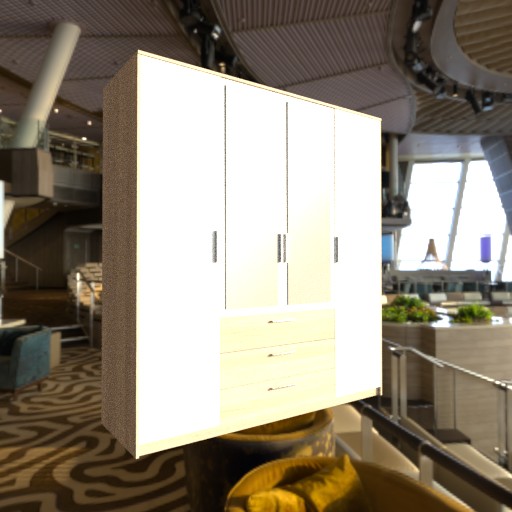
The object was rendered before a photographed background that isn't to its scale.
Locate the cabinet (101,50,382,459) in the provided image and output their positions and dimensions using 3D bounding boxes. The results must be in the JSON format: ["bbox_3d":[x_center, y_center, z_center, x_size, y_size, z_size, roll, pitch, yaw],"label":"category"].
[{"bbox_3d":[0.000,0.000,3.003,1.870,2.060,0.620,1,-1,-35],"label":"cabinet"}]
